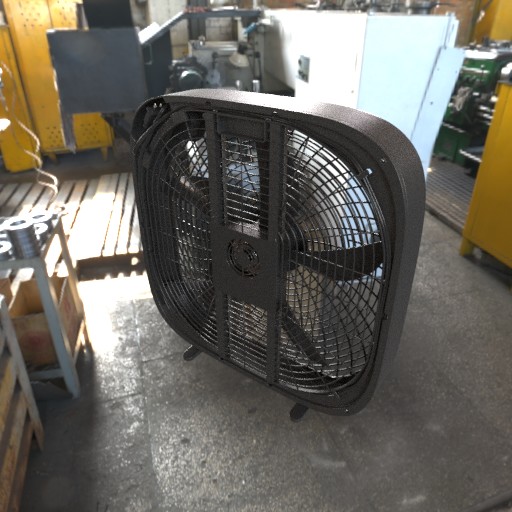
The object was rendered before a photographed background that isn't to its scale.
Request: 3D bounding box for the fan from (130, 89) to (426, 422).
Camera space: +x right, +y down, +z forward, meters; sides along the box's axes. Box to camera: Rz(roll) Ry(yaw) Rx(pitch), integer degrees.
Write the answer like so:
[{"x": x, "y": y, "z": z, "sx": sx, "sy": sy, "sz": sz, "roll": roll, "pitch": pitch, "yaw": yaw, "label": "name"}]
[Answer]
[{"x": 0.000, "y": 0.000, "z": 0.784, "sx": 0.526, "sy": 0.533, "sz": 0.142, "roll": 20, "pitch": 35, "yaw": 31, "label": "fan"}]
